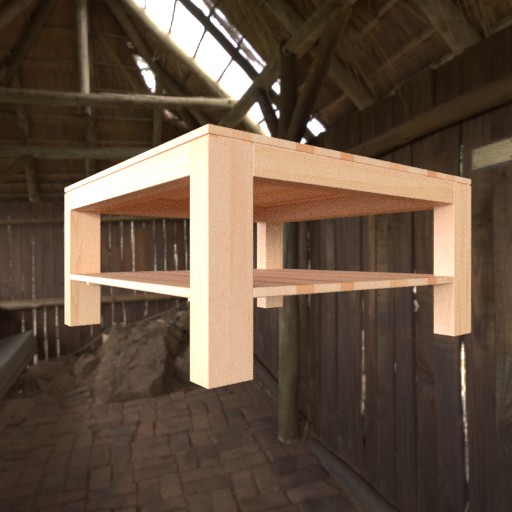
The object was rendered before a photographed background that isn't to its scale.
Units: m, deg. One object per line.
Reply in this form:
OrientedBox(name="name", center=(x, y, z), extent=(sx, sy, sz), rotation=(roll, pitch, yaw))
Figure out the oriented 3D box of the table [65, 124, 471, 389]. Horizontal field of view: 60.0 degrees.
OrientedBox(name="table", center=(0.000, 0.000, 1.381), extent=(0.900, 0.450, 0.900), rotation=(0, 0, -38))
